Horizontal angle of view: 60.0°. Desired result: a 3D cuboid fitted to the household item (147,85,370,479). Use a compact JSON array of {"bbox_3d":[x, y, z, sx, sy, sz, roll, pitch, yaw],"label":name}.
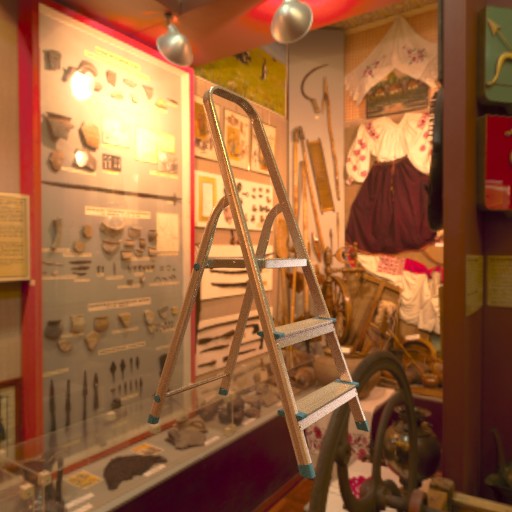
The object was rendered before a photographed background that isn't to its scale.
[{"bbox_3d":[0.000,0.000,1.577,0.687,1.215,0.420,0,1,36],"label":"household item"}]
